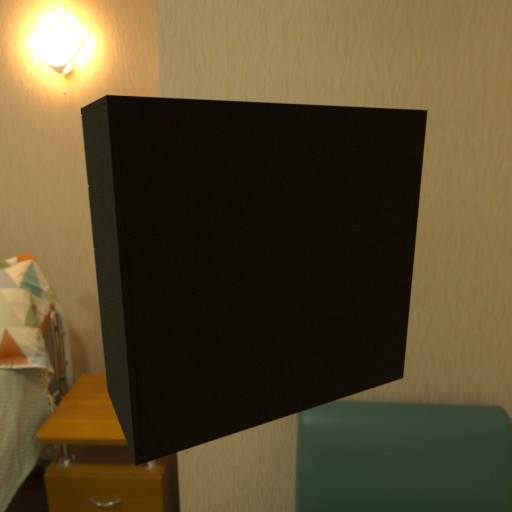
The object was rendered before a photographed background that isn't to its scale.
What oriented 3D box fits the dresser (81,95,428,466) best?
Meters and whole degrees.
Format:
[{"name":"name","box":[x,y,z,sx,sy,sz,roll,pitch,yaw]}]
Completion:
[{"name":"dresser","box":[0.000,0.000,1.145,0.750,0.720,0.360,-7,16,-27]}]
